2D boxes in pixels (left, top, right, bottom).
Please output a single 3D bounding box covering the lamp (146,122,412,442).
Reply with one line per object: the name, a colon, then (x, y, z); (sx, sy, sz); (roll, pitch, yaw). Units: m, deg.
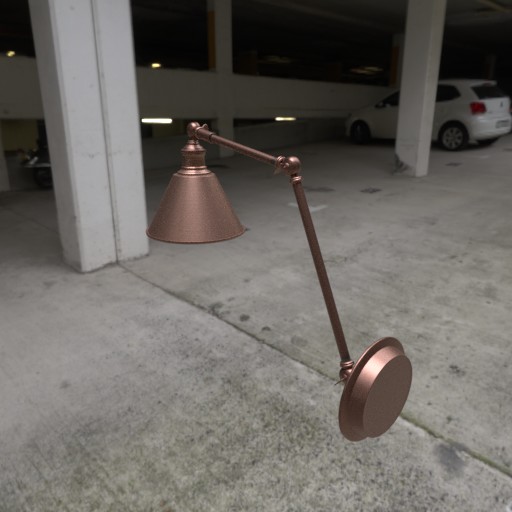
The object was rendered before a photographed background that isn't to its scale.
lamp: (0.000, 0.000, 0.874); (0.223, 0.502, 0.624); (-16, 23, -40)
